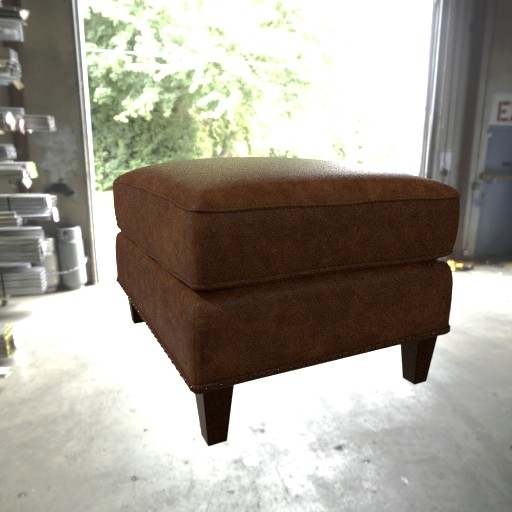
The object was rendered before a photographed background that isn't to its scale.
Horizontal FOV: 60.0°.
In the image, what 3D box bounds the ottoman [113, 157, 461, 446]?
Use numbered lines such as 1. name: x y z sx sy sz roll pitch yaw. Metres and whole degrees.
1. ottoman: 0.000 0.000 1.113 0.586 0.486 0.742 -6 14 -26
